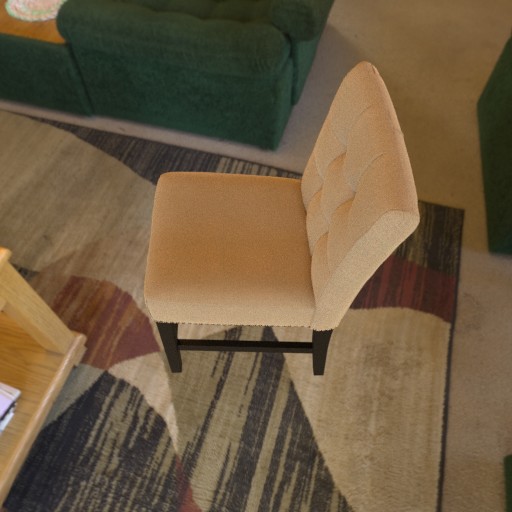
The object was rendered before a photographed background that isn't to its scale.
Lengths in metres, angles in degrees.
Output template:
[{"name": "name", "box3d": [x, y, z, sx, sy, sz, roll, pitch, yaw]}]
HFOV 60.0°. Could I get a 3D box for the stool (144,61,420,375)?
[{"name": "stool", "box3d": [0.000, 0.000, 1.198, 0.571, 0.885, 0.427, -1, 58, -1]}]
